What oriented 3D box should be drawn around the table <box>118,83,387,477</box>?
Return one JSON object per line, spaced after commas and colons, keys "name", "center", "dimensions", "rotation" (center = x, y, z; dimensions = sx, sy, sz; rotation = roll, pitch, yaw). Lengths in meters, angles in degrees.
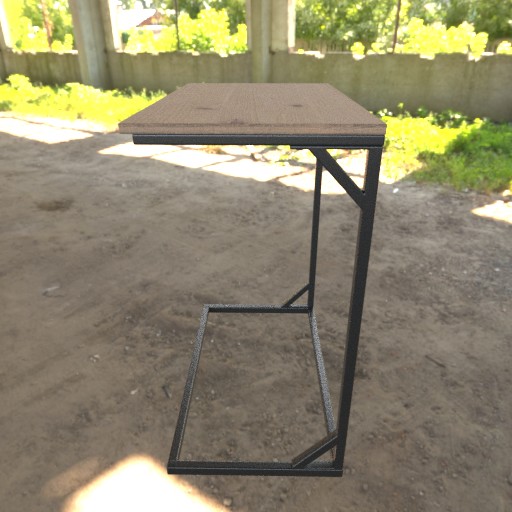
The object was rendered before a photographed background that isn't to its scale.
{"name": "table", "center": [0.000, 0.000, 0.991], "dimensions": [0.351, 0.673, 0.597], "rotation": [0, 26, 1]}
